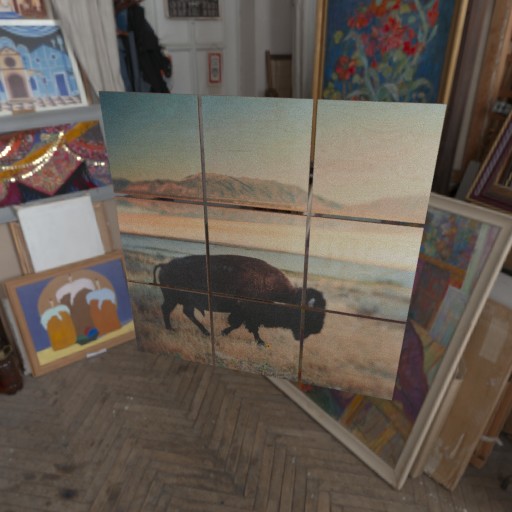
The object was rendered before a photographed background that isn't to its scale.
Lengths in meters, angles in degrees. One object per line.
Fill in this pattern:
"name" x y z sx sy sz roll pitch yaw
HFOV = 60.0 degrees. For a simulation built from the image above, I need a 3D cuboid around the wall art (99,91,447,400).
"wall art" 0.000 0.000 2.249 1.533 1.532 0.019 7 28 14
